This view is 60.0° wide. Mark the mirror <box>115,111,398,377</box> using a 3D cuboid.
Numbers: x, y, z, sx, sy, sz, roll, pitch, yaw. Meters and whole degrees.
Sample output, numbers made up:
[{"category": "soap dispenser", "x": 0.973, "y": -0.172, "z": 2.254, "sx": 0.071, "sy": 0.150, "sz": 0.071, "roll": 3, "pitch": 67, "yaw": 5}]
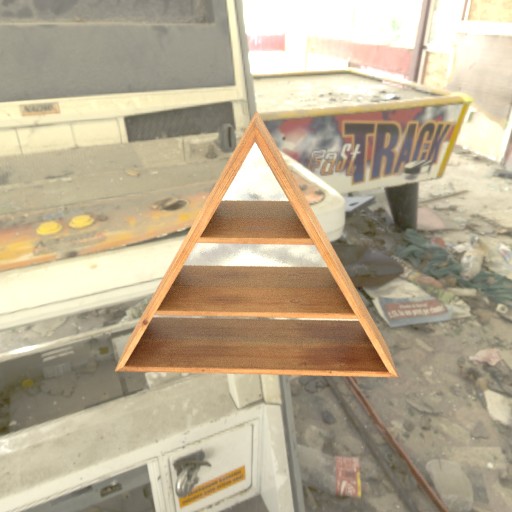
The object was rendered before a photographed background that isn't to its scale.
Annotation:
[{"category": "mirror", "x": 0.000, "y": 0.000, "z": 0.892, "sx": 0.631, "sy": 0.548, "sz": 0.100, "roll": 1, "pitch": 29, "yaw": 1}]
